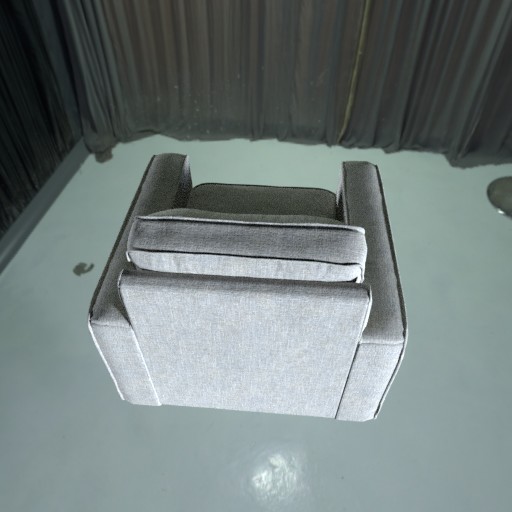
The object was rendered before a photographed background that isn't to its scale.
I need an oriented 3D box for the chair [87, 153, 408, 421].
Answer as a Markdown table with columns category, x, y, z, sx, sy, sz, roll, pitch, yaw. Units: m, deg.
| category | x | y | z | sx | sy | sz | roll | pitch | yaw |
| --- | --- | --- | --- | --- | --- | --- | --- | --- | --- |
| chair | 0.000 | 0.000 | 1.744 | 1.016 | 0.914 | 0.940 | 3 | 47 | 3 |
